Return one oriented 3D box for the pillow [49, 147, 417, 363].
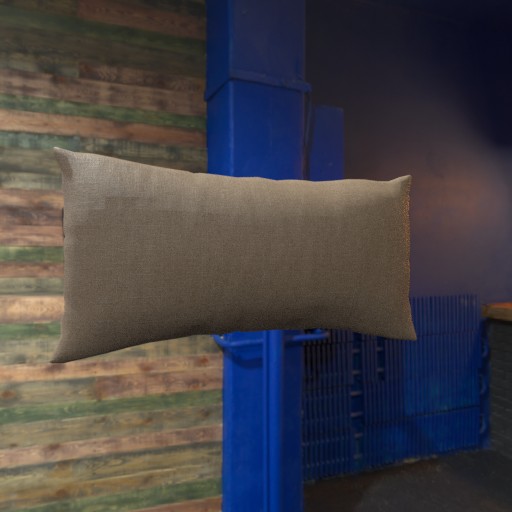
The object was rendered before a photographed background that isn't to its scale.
[{"bbox_3d":[0.000,0.000,0.720,0.612,0.308,0.148,0,-1,-17],"label":"pillow"}]
